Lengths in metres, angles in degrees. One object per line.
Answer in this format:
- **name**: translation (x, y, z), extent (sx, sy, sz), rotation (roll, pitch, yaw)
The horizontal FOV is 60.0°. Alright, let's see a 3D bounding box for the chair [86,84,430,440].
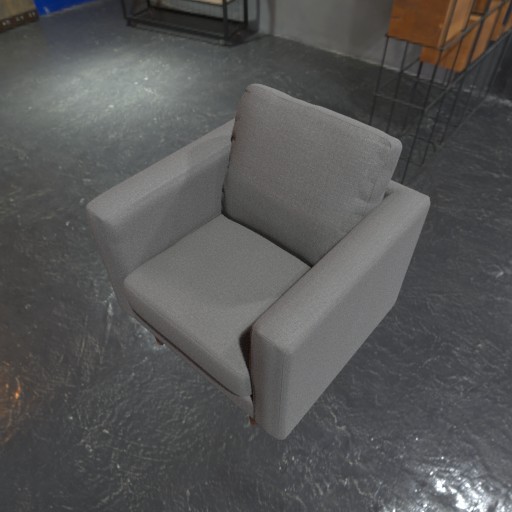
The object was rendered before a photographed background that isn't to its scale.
- **chair**: translation (0.000, 0.000, 1.591), extent (0.854, 0.927, 0.800), rotation (32, 54, 27)
